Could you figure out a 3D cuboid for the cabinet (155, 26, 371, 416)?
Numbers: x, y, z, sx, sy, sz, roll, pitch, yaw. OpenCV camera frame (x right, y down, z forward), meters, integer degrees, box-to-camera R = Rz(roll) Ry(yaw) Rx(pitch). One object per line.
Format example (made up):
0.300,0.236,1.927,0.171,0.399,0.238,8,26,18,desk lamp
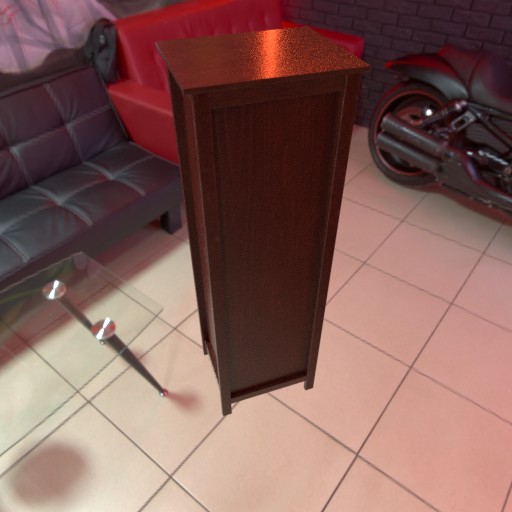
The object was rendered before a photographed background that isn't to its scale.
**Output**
0.000,0.000,1.743,0.500,1.518,0.401,-13,43,-14,cabinet
